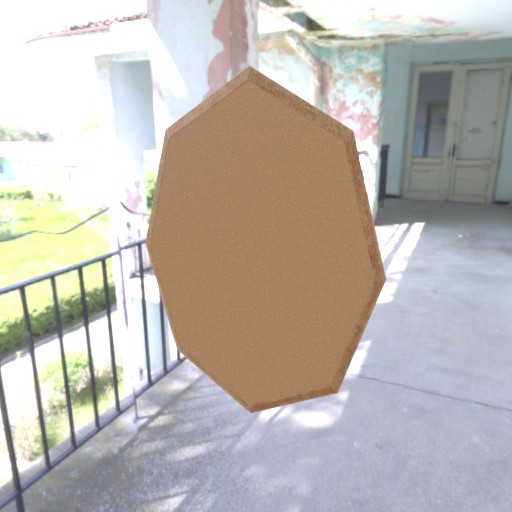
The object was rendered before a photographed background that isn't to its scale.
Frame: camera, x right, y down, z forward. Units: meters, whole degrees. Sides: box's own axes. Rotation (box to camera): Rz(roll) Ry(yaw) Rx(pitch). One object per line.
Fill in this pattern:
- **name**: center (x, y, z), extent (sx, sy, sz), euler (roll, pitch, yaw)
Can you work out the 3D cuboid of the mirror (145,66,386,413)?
- **mirror**: center (0.000, 0.000, 0.983), extent (0.577, 0.774, 0.070), euler (8, 18, 26)
